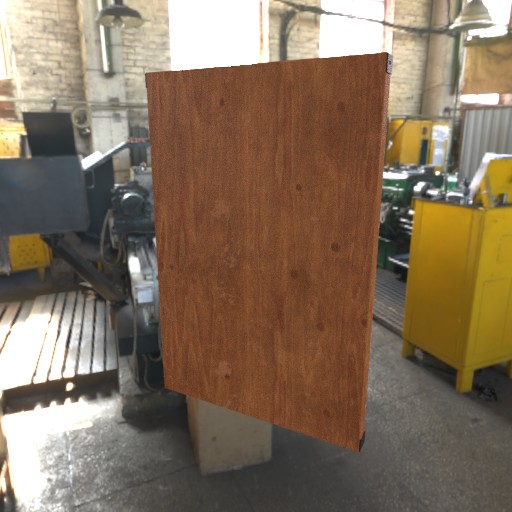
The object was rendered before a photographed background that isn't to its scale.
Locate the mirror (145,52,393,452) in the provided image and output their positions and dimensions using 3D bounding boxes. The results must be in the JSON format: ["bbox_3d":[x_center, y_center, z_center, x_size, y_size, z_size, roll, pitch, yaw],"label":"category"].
[{"bbox_3d":[0.000,0.000,0.954,0.517,0.761,0.053,8,17,27],"label":"mirror"}]
